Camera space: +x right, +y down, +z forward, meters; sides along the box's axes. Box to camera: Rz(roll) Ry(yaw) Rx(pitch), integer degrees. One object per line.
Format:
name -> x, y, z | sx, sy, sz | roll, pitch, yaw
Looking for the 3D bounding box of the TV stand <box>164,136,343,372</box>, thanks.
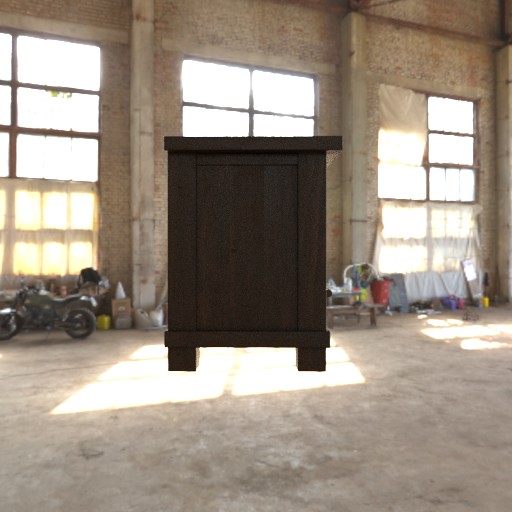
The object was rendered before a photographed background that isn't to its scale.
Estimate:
TV stand -> 0.000, 0.000, 2.068 | 0.471, 0.615, 1.866 | 0, 0, 0
